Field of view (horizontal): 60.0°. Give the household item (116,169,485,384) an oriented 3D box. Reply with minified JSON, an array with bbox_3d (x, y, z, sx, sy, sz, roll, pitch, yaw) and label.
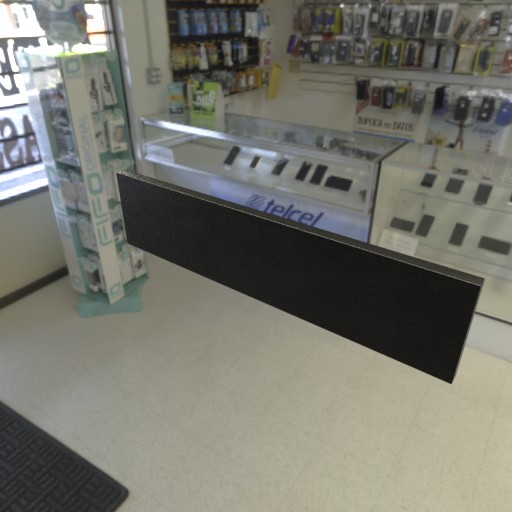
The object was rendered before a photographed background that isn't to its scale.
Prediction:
[{"bbox_3d":[0.000,0.000,1.100,1.001,0.236,0.030,20,35,32],"label":"household item"}]
